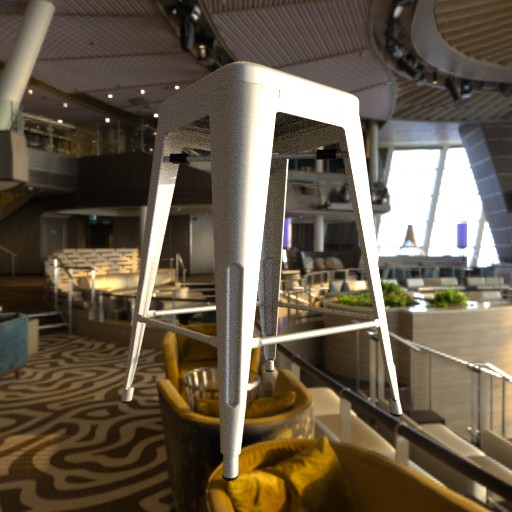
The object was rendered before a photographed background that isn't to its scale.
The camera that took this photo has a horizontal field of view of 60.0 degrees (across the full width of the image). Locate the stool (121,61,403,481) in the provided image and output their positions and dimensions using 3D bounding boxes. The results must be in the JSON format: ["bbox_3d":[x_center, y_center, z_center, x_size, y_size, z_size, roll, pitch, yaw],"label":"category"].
[{"bbox_3d":[0.000,0.000,0.880,0.406,0.610,0.406,-1,1,-37],"label":"stool"}]
